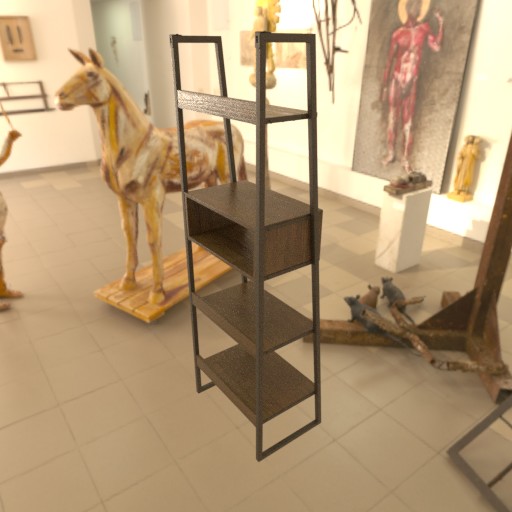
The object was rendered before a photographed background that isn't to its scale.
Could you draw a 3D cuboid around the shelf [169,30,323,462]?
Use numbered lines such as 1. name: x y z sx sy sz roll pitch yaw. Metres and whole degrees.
1. shelf: 0.000 0.000 2.231 0.454 2.005 0.652 -18 31 -32
